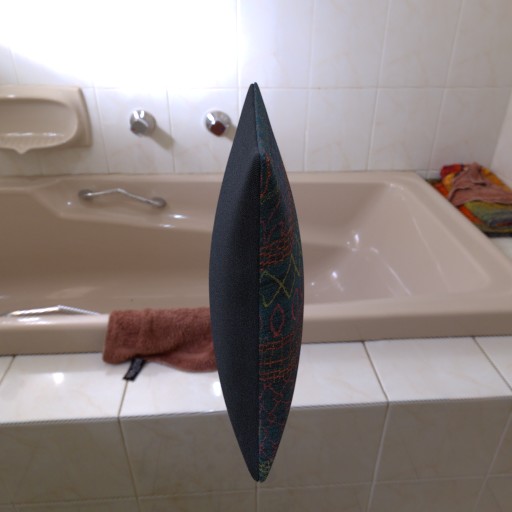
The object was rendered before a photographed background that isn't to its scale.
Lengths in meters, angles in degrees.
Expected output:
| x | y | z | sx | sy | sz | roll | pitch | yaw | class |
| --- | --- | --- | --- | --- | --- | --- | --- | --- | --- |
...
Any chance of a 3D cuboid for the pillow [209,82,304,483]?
| x | y | z | sx | sy | sz | roll | pitch | yaw | class |
| --- | --- | --- | --- | --- | --- | --- | --- | --- | --- |
| 0.000 | 0.000 | 0.649 | 0.141 | 0.431 | 0.431 | -1 | 30 | -1 | pillow |
